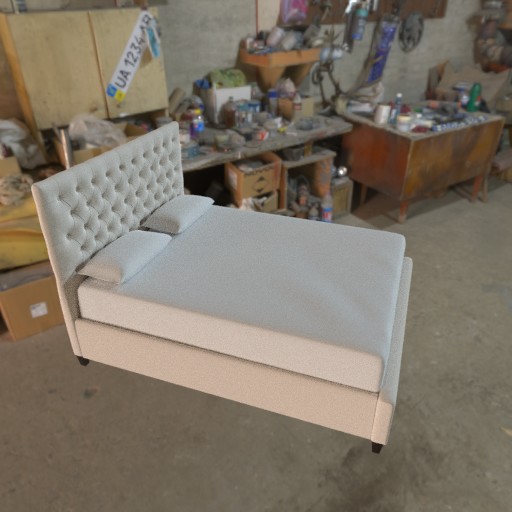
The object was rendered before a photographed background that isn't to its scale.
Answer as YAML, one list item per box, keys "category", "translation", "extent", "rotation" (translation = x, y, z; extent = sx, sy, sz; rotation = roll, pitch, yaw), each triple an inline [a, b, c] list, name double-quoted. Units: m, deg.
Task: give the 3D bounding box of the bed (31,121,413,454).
- category: "bed"
  translation: [0.000, 0.000, 3.278]
  extent: [2.233, 1.426, 1.696]
  rotation: [10, 32, 17]
